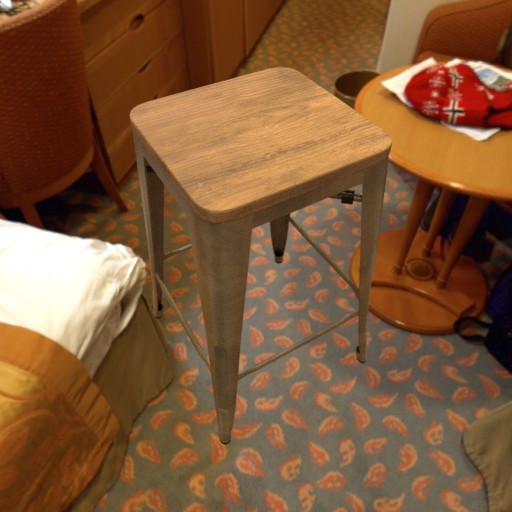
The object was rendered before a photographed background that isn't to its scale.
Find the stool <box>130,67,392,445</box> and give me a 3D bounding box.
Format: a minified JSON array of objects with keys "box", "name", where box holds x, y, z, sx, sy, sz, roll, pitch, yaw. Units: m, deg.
[{"box":[0.000,0.000,0.918,0.407,0.607,0.407,-24,52,-20],"name":"stool"}]
